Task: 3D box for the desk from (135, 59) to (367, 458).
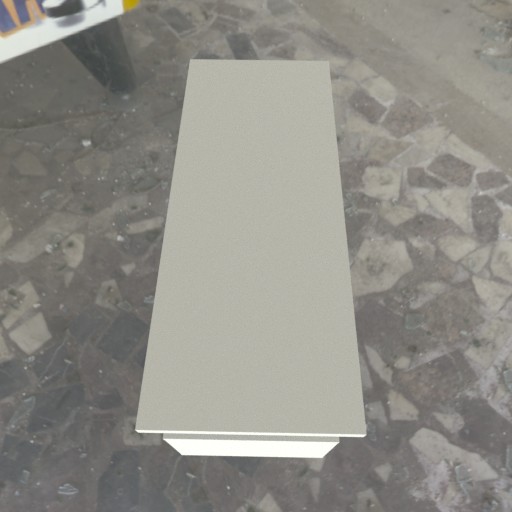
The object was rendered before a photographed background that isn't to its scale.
[{"bbox_3d":[0.000,0.000,1.875,0.603,0.773,1.530,1,59,1],"label":"desk"}]
